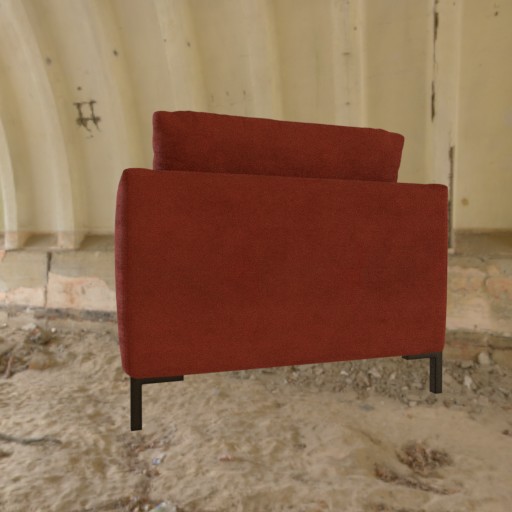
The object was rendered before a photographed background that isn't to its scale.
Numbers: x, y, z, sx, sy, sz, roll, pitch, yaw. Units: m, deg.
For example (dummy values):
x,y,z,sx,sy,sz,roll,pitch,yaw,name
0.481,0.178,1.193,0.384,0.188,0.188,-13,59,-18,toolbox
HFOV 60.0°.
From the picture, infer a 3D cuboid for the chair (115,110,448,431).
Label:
x,y,z,sx,sy,sz,roll,pitch,yaw,name
0.000,0.000,1.586,0.964,0.812,0.875,0,1,-18,chair
